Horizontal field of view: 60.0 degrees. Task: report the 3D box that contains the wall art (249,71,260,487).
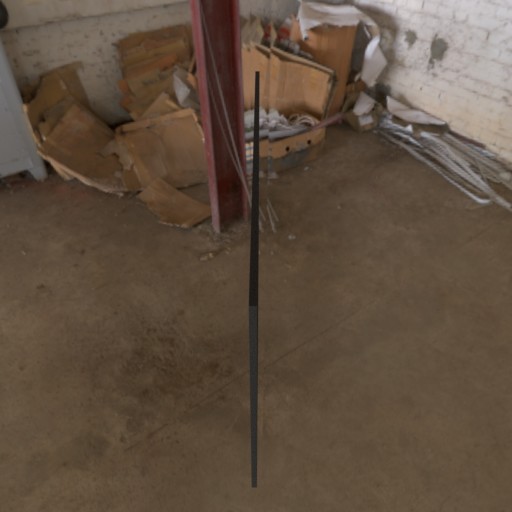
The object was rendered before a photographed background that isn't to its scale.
[{"bbox_3d":[0.000,0.000,1.227,0.013,0.665,0.963,0,42,0],"label":"wall art"}]
